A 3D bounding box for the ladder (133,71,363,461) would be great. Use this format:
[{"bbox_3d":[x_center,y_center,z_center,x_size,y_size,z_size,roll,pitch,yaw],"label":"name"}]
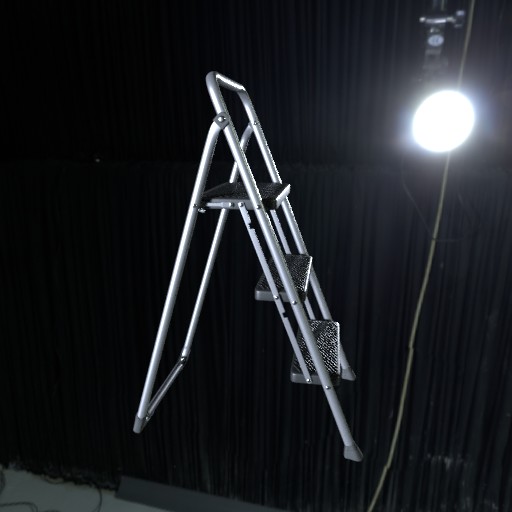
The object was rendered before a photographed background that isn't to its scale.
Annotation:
[{"bbox_3d":[0.000,0.000,1.260,0.629,0.945,0.430,3,16,9],"label":"ladder"}]
